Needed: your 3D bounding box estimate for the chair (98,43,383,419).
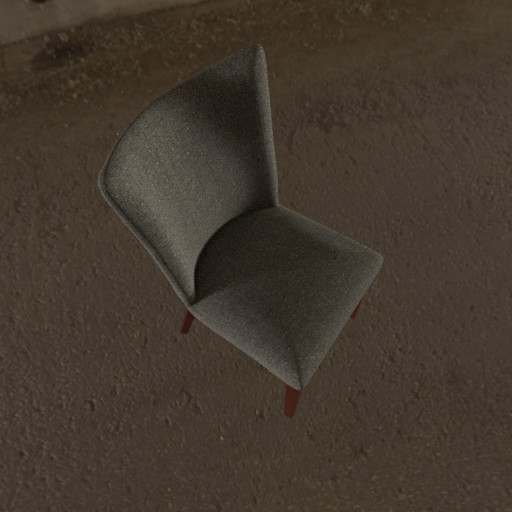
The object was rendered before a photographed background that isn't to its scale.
[{"bbox_3d":[0.000,0.000,1.287,0.623,0.924,0.535,31,64,17],"label":"chair"}]
